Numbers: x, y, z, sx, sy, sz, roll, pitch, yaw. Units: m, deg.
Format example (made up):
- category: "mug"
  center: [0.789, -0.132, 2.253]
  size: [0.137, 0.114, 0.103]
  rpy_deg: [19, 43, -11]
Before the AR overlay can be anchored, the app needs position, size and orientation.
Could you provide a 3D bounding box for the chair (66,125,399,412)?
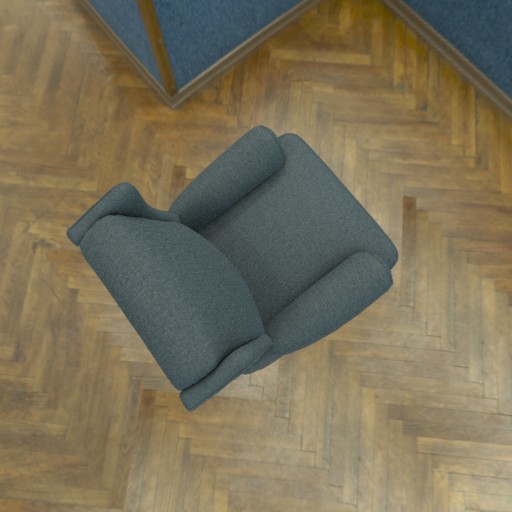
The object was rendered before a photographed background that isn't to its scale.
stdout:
- category: "chair"
  center: [0.000, 0.000, 1.765]
  size: [0.969, 1.011, 0.847]
  rpy_deg: [-37, 79, -9]
